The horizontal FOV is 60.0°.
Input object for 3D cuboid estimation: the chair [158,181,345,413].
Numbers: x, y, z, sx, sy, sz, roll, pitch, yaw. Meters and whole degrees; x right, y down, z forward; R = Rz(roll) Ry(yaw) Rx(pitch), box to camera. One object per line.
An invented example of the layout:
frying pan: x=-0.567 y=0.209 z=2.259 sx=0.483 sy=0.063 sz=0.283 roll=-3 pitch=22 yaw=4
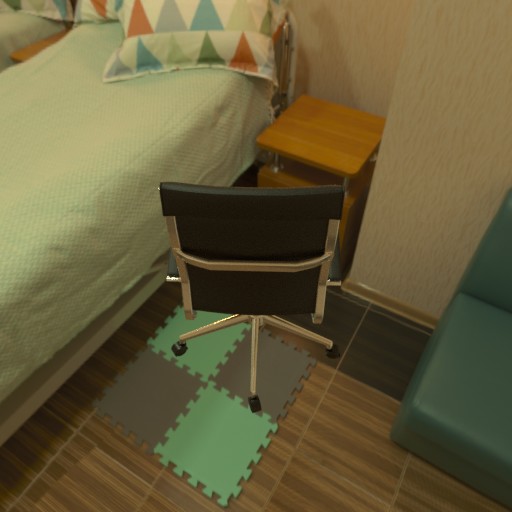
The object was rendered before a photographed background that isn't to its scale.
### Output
chair: x=0.000 y=0.000 z=1.665 sx=0.766 sy=1.149 sz=0.739 roll=1 pitch=47 yaw=1
